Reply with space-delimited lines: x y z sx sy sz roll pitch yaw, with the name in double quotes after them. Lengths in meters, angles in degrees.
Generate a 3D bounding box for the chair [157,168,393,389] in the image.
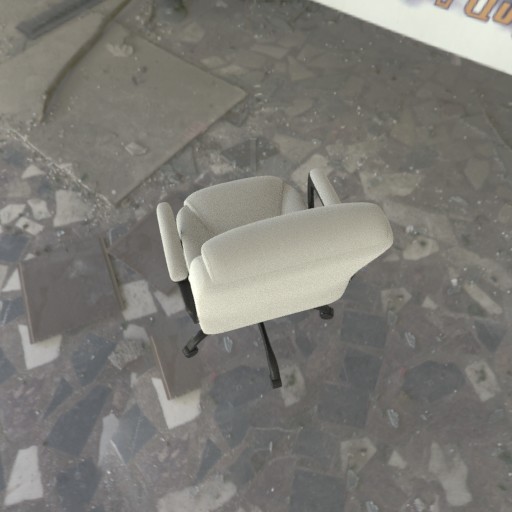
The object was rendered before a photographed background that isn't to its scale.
0.000 0.000 1.461 0.663 1.065 0.669 -14 59 -8 "chair"
